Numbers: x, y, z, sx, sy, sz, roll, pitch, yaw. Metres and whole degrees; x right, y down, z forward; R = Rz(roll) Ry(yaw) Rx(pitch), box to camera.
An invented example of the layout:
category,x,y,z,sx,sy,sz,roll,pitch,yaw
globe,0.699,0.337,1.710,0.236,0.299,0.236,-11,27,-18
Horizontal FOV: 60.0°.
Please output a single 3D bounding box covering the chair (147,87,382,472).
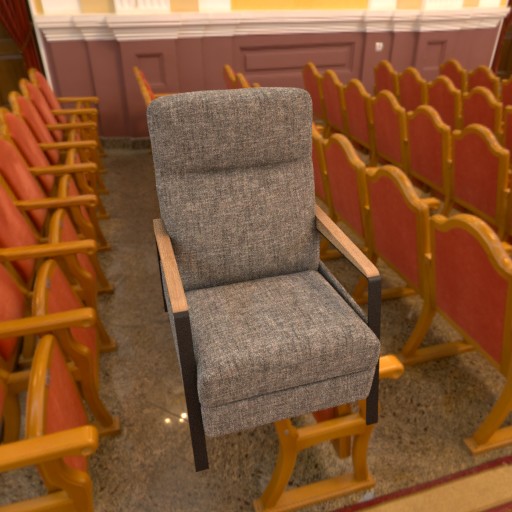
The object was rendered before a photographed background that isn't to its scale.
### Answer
category,x,y,z,sx,sy,sz,roll,pitch,yaw
chair,0.000,0.000,1.615,0.671,1.042,0.868,-9,33,-14
